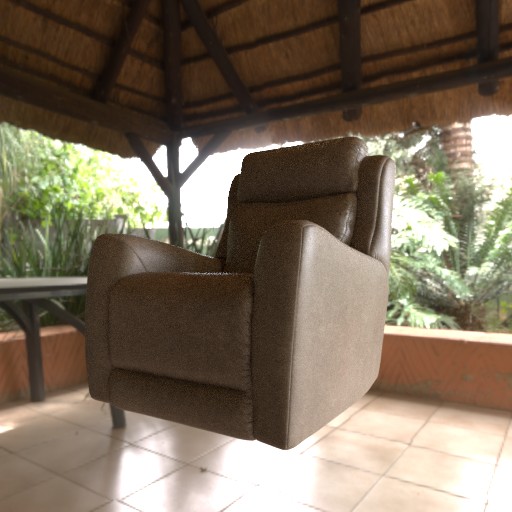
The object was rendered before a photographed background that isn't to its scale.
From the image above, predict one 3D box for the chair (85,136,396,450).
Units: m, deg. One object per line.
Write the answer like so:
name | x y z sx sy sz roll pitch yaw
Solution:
chair | 0.000 0.000 1.872 0.967 1.116 1.068 -1 -1 34
